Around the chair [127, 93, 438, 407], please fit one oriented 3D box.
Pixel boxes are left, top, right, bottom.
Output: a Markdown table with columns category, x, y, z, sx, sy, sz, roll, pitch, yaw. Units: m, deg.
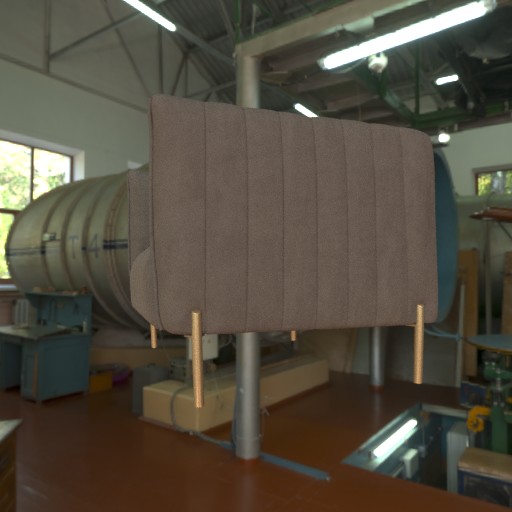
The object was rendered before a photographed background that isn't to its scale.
| category | x | y | z | sx | sy | sz | roll | pitch | yaw |
| --- | --- | --- | --- | --- | --- | --- | --- | --- | --- |
| chair | 0.000 | 0.000 | 1.632 | 0.873 | 0.779 | 0.981 | 1 | -2 | -20 |
